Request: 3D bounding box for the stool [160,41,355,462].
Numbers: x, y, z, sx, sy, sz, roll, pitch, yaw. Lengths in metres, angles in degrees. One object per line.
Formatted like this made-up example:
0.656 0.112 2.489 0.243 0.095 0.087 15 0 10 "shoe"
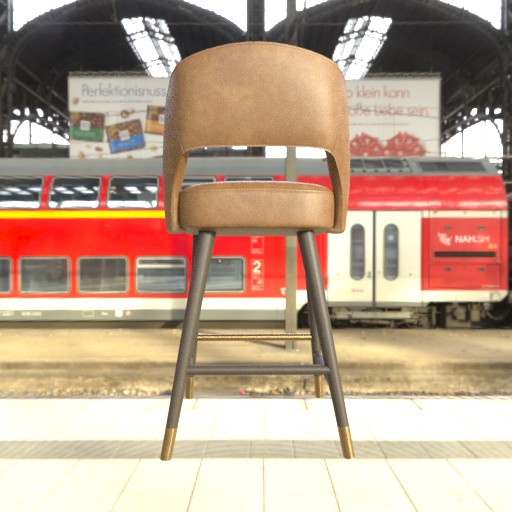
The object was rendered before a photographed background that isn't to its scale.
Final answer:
0.000 0.000 1.215 0.494 0.940 0.509 0 1 -1 "stool"
